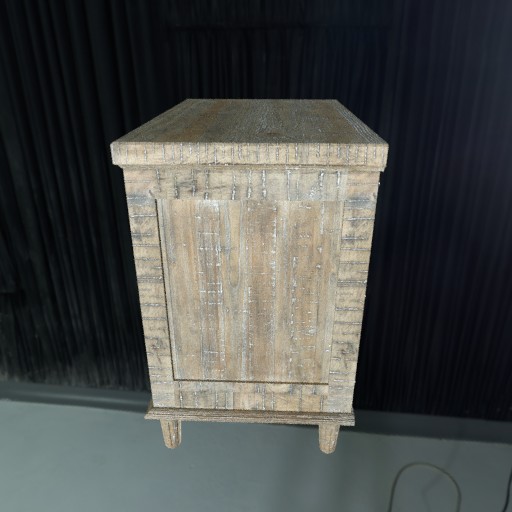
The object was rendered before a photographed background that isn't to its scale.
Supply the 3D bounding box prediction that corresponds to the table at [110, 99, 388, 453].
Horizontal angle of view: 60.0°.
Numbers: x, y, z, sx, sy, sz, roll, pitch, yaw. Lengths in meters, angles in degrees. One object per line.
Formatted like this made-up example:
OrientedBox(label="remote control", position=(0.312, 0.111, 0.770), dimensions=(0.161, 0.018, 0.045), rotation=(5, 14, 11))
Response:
OrientedBox(label="table", position=(0.000, 0.000, 1.162), dimensions=(0.457, 0.711, 0.686), rotation=(1, 25, 2))
